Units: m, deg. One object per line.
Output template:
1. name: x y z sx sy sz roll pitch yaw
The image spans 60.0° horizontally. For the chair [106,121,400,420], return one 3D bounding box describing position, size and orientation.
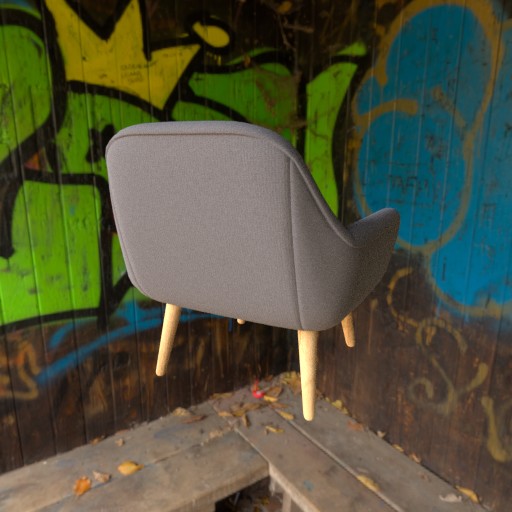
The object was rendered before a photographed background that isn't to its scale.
1. chair: 0.000 0.000 1.422 0.770 0.800 0.779 7 16 27
